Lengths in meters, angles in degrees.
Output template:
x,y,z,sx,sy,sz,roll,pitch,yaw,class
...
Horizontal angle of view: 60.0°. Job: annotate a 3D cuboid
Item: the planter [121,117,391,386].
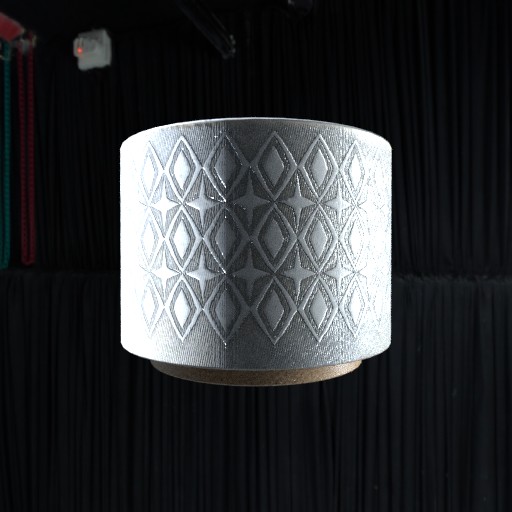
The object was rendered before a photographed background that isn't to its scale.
x,y,z,sx,sy,sz,roll,pitch,yaw,class
0.000,0.000,0.320,0.186,0.144,0.186,0,1,0,planter
